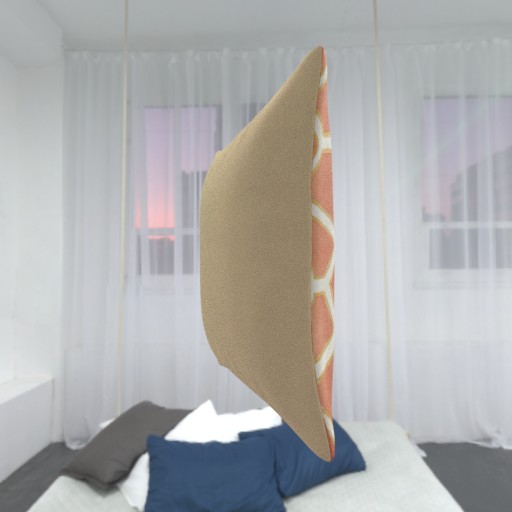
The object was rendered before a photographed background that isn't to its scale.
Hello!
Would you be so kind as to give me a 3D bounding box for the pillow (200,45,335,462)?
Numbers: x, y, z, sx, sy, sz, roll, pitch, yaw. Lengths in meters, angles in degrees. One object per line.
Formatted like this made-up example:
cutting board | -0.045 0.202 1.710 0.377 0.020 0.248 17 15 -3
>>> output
pillow | 0.000 0.000 0.797 0.166 0.508 0.552 0 -1 -18
